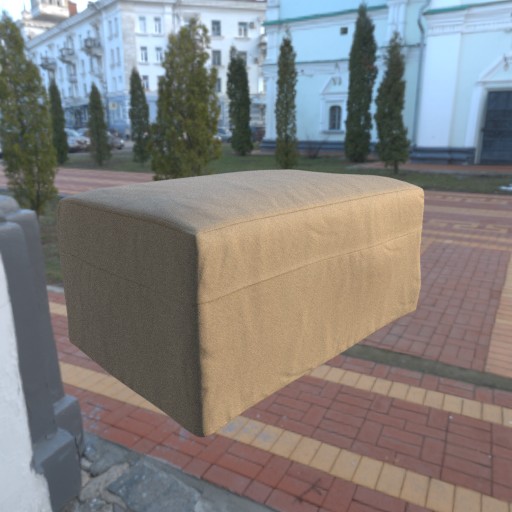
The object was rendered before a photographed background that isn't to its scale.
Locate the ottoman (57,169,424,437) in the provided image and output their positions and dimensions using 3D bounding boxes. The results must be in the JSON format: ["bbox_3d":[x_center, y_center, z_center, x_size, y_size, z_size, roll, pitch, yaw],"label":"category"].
[{"bbox_3d":[0.000,0.000,1.212,0.590,0.444,0.872,15,22,42],"label":"ottoman"}]
